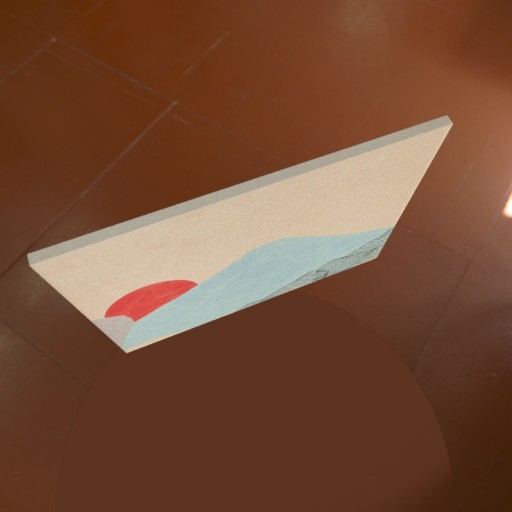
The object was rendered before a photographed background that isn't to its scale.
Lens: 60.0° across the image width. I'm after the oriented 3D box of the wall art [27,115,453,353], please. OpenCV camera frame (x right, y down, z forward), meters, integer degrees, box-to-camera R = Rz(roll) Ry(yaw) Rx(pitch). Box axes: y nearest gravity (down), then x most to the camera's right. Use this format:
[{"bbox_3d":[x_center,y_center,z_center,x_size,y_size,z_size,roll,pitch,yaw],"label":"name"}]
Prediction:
[{"bbox_3d":[0.000,0.000,1.608,1.219,0.912,0.042,-20,66,-9],"label":"wall art"}]
